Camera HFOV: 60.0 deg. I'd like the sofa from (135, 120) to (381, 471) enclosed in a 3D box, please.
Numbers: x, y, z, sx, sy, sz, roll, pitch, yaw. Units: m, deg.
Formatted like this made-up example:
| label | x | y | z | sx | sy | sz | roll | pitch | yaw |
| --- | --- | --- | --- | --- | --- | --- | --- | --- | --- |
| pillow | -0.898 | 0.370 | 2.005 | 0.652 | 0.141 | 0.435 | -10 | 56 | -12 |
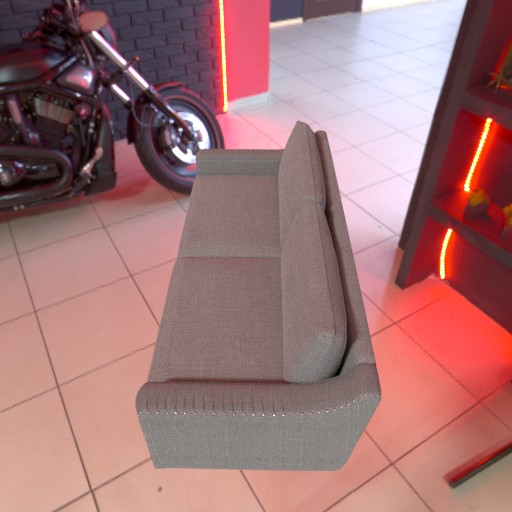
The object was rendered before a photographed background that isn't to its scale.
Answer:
| label | x | y | z | sx | sy | sz | roll | pitch | yaw |
| --- | --- | --- | --- | --- | --- | --- | --- | --- | --- |
| sofa | 0.000 | 0.000 | 2.670 | 1.000 | 0.857 | 2.208 | 1 | 42 | 1 |
